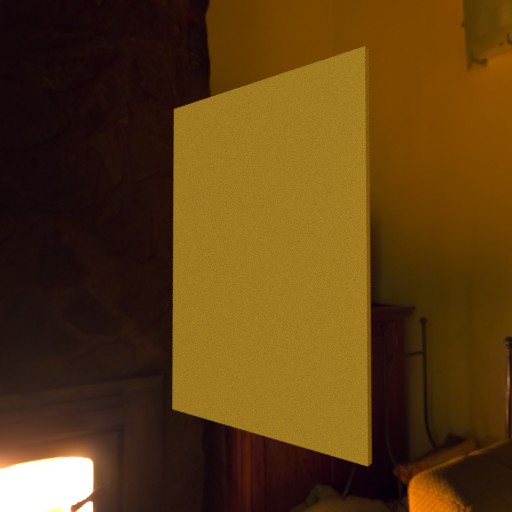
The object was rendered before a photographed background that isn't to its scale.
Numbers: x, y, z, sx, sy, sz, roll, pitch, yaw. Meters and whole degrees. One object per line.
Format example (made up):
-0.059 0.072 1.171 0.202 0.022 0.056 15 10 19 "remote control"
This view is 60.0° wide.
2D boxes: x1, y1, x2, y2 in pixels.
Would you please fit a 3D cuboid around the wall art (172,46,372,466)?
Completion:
0.000 0.000 0.604 0.325 0.474 0.010 -1 -2 38 "wall art"
